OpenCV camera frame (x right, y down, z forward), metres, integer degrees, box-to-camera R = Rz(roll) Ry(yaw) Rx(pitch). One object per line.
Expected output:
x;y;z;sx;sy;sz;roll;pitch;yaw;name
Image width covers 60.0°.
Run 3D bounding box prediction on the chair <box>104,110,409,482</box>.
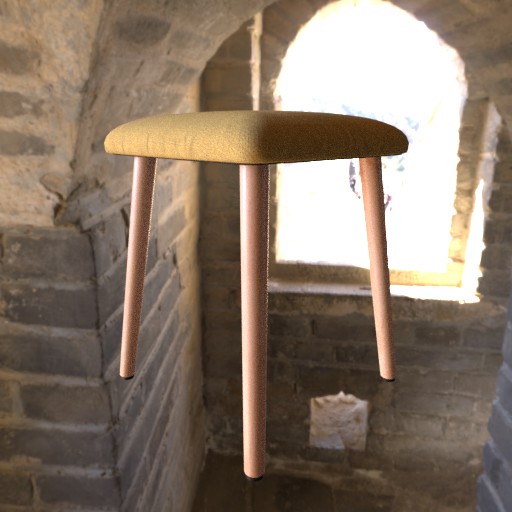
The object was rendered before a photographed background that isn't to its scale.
0.000;0.000;0.710;0.350;0.440;0.350;-15;21;-42;chair
